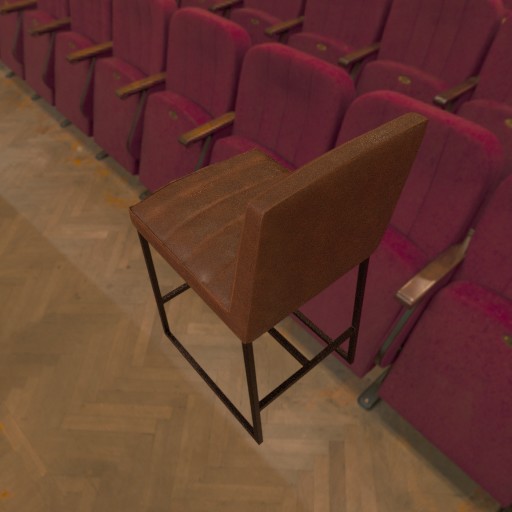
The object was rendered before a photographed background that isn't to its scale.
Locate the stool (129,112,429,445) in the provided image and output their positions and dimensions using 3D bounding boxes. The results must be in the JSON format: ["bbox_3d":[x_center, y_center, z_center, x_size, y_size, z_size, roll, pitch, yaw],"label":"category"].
[{"bbox_3d":[0.000,0.000,1.243,0.463,0.942,0.562,-32,54,-27],"label":"stool"}]
